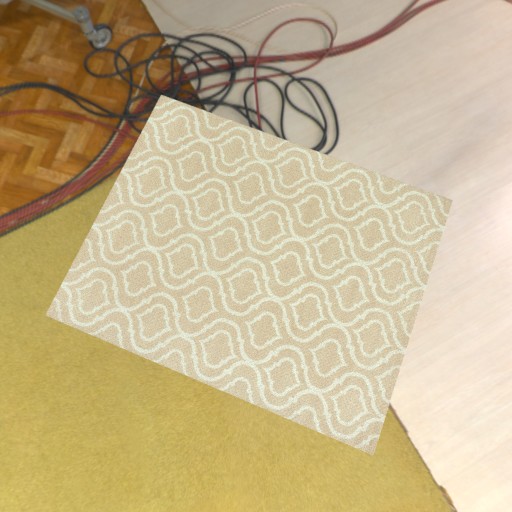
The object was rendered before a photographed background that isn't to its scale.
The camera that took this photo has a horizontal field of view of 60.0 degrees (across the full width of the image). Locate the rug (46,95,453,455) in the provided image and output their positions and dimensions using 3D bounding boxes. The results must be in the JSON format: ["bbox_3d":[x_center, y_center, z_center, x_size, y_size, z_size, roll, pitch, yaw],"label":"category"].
[{"bbox_3d":[0.000,0.000,3.856,2.894,0.013,2.286,21,76,5],"label":"rug"}]
